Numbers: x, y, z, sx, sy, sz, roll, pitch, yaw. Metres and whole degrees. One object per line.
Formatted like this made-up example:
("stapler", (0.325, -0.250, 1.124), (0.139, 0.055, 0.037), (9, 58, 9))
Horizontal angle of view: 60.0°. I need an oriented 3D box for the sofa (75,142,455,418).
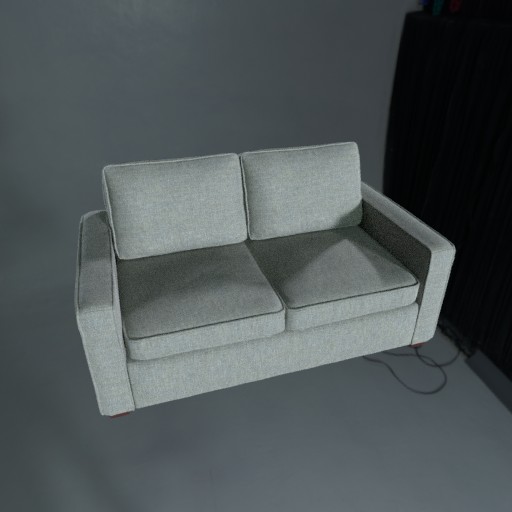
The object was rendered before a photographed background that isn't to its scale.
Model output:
("sofa", (0.000, 0.000, 2.286), (1.706, 0.915, 0.945), (-9, 32, -15))
